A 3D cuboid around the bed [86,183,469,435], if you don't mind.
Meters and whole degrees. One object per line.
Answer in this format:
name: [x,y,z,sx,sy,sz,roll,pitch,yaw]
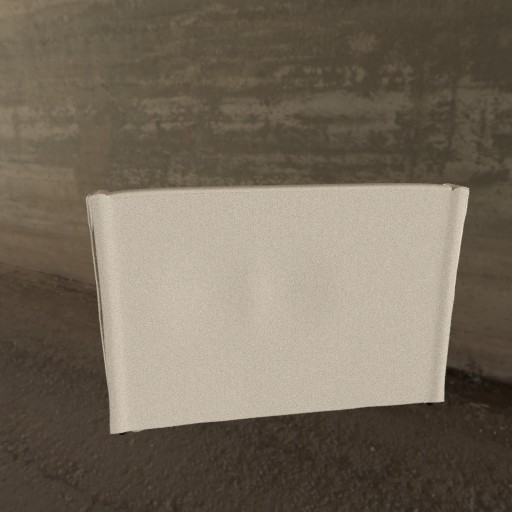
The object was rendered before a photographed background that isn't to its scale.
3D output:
bed: [0.000,0.000,3.389,1.925,1.332,2.276,-2,16,-8]
